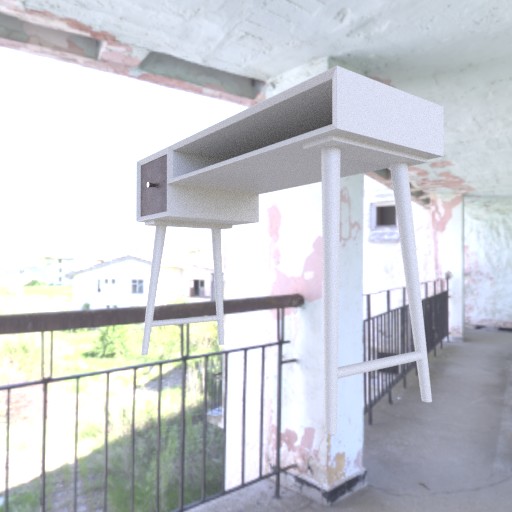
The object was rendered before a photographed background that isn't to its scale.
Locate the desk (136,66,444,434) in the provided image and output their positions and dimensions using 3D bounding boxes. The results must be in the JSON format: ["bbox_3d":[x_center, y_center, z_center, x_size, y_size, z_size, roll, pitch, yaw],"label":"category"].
[{"bbox_3d":[0.000,0.000,1.443,0.409,0.761,1.069,1,-1,-37],"label":"desk"}]
